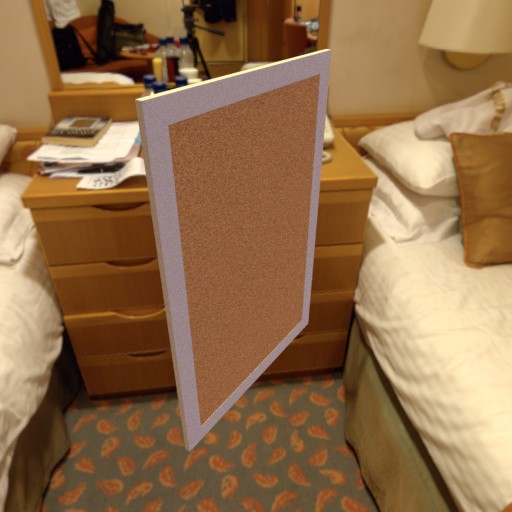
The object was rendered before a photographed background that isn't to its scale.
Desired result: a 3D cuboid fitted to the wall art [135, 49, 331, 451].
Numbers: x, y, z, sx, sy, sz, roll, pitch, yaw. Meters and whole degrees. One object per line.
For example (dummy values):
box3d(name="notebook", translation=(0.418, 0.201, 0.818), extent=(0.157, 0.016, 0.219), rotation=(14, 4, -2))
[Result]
box3d(name="wall art", translation=(0.000, 0.000, 0.833), extent=(0.011, 0.659, 0.454), rotation=(21, 39, 29))
